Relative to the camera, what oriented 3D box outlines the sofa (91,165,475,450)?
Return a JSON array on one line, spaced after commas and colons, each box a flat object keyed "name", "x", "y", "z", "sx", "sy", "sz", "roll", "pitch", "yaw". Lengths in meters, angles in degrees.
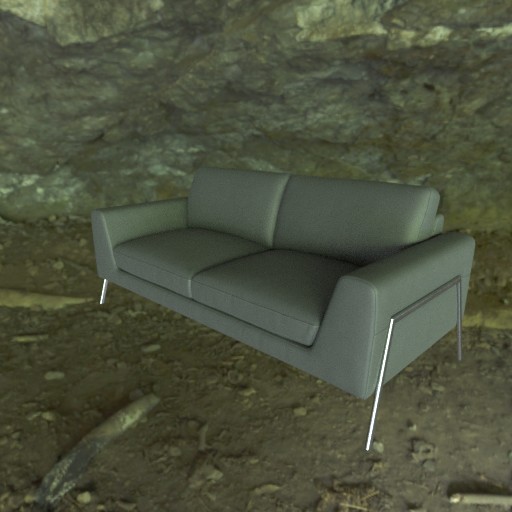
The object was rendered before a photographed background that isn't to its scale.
[{"name": "sofa", "x": 0.000, "y": 0.000, "z": 2.481, "sx": 2.017, "sy": 0.875, "sz": 0.953, "roll": 15, "pitch": 22, "yaw": 42}]
